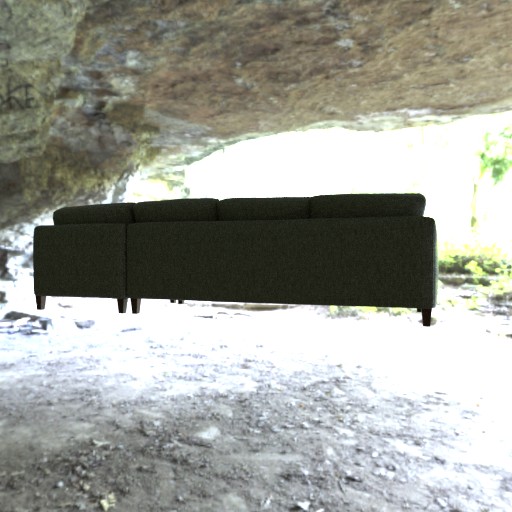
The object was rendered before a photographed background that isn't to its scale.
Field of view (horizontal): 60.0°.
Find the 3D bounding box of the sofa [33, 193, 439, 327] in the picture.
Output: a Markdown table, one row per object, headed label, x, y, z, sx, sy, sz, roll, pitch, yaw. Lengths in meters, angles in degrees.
| label | x | y | z | sx | sy | sz | roll | pitch | yaw |
| --- | --- | --- | --- | --- | --- | --- | --- | --- | --- |
| sofa | 0.000 | 0.000 | 4.568 | 3.302 | 0.947 | 2.593 | 0 | 0 | 17 |
